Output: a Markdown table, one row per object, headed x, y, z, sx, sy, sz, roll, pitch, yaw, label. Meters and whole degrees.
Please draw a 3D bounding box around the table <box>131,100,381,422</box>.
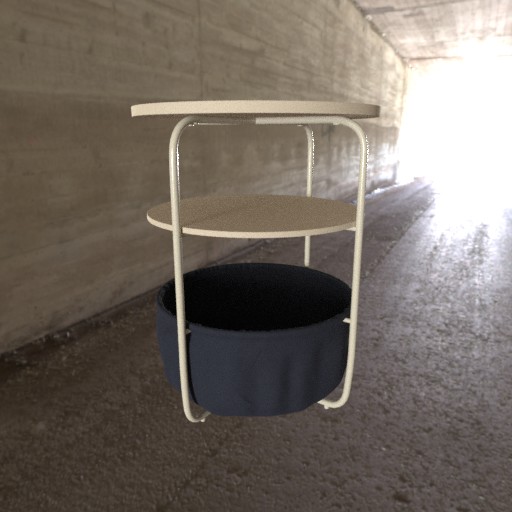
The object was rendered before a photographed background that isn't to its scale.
| x | y | z | sx | sy | sz | roll | pitch | yaw | label |
| --- | --- | --- | --- | --- | --- | --- | --- | --- | --- |
| 0.000 | 0.000 | 0.841 | 0.418 | 0.532 | 0.418 | -3 | 16 | -9 | table |
